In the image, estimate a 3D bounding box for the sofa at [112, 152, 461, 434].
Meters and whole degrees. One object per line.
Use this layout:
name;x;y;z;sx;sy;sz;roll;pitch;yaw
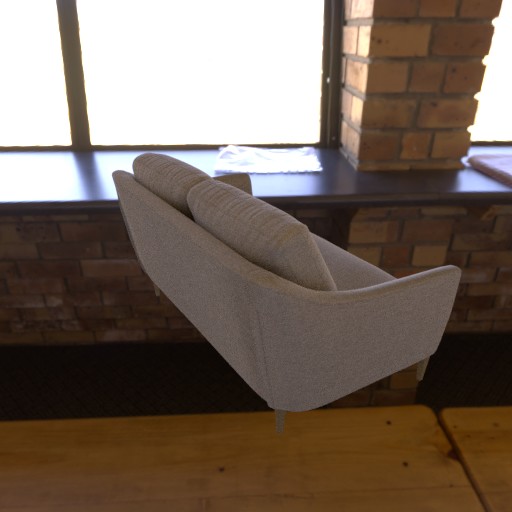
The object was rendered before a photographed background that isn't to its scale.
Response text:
sofa;0.000;0.000;2.212;0.960;0.904;1.619;-17;32;-30
